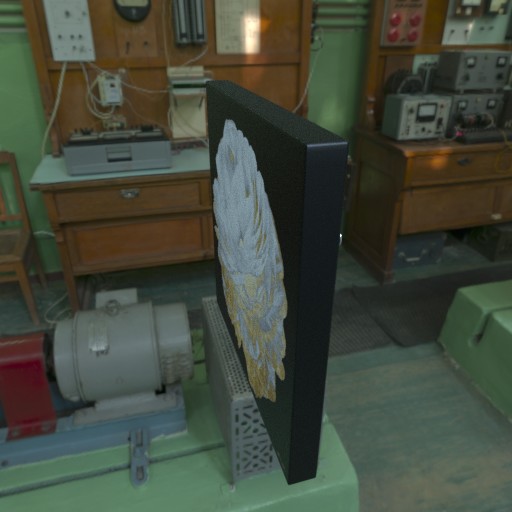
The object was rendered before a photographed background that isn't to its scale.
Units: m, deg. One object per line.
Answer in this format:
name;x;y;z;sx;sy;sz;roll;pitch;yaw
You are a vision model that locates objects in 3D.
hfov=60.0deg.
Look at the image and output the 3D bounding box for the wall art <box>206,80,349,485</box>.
wall art;0.000;0.000;0.606;0.041;0.407;0.406;-8;29;-15
